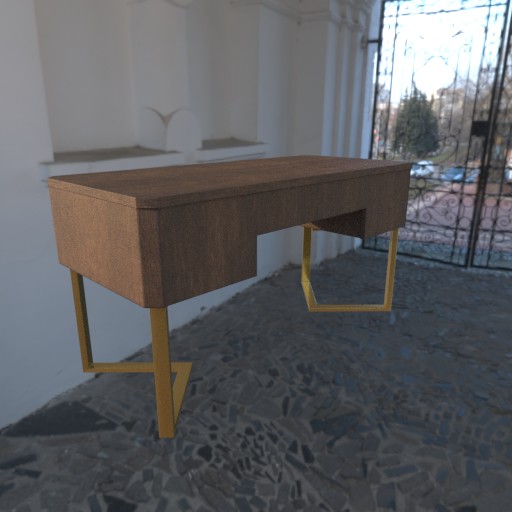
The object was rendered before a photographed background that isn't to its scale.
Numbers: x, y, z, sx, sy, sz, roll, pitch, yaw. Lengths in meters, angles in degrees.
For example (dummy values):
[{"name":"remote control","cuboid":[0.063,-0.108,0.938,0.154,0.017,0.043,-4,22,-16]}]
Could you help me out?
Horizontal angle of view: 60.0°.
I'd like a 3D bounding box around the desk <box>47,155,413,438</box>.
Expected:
[{"name":"desk","cuboid":[0.000,0.000,1.950,0.684,0.762,1.479,16,23,42]}]
